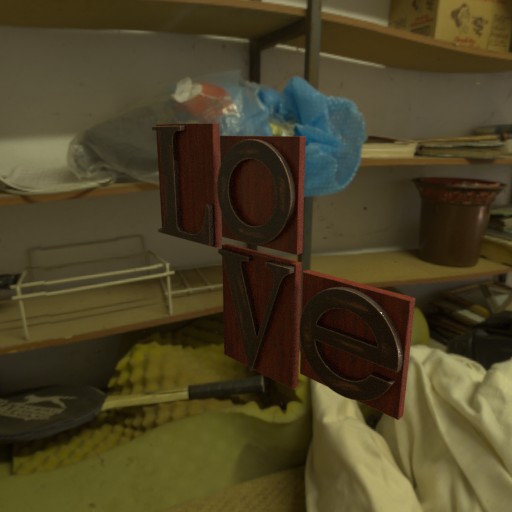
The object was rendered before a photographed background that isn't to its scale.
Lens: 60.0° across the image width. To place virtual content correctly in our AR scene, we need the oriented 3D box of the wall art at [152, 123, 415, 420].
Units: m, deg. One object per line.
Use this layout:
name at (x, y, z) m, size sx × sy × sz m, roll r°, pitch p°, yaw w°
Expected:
wall art at (0.000, 0.000, 0.860) m, size 0.635 × 0.497 × 0.030 m, roll 15°, pitch 22°, yaw 42°
